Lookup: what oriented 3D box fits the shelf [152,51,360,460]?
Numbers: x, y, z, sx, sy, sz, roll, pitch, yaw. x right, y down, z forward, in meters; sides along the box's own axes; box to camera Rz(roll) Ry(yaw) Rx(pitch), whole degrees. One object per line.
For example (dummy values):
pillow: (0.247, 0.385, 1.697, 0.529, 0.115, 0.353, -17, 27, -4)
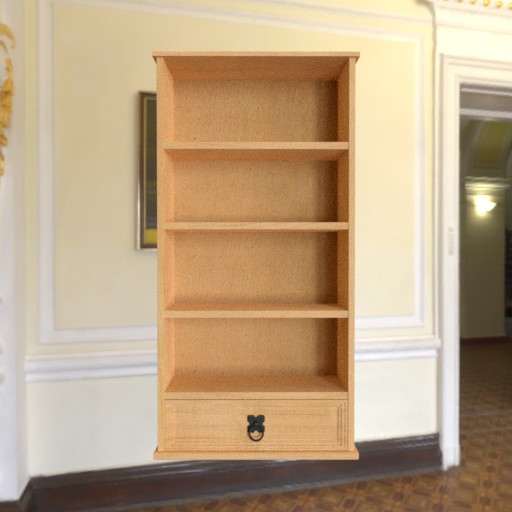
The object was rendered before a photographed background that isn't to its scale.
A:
shelf: (0.000, 0.000, 1.200, 0.520, 1.030, 0.175, 0, 1, 0)
